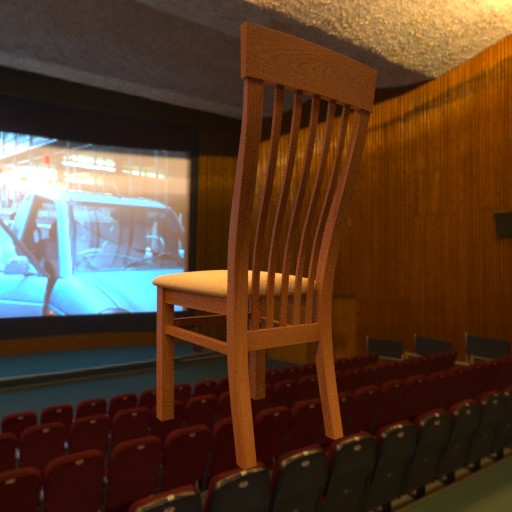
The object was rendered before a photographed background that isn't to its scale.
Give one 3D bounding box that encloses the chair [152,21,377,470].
[{"bbox_3d":[0.000,0.000,1.346,0.450,1.050,0.580,0,-1,-36],"label":"chair"}]
